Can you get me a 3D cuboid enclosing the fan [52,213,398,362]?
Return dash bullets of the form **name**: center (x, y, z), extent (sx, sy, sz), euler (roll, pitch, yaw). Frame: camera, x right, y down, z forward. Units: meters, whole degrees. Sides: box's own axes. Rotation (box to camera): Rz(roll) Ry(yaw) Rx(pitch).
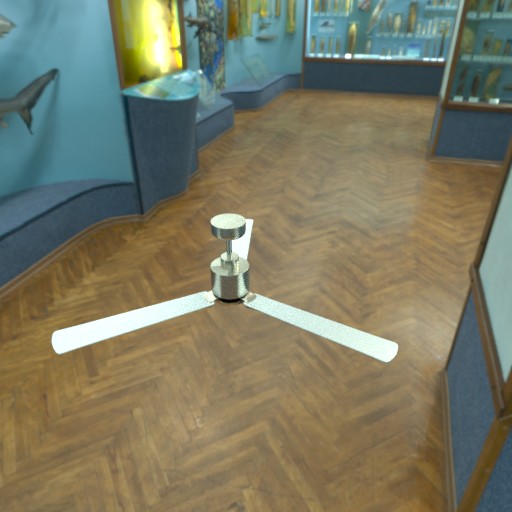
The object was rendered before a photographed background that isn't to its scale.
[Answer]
- **fan**: center (0.000, 0.000, 2.316), extent (1.531, 0.446, 1.561), euler (10, 32, 17)
